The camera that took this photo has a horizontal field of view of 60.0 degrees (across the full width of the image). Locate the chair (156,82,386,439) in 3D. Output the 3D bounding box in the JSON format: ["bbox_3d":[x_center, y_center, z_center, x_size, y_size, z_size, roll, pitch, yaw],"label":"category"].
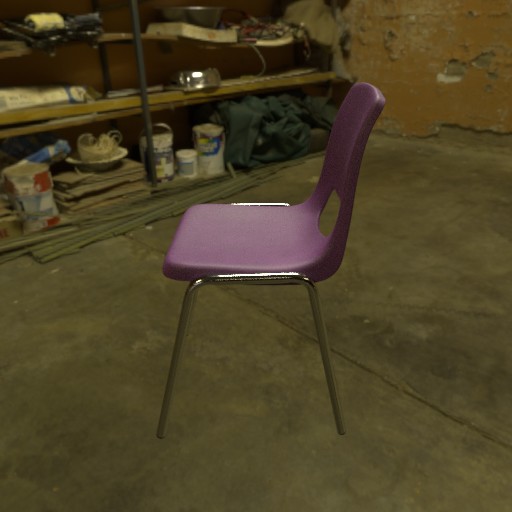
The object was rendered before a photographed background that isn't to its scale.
[{"bbox_3d":[0.000,0.000,0.969,0.432,0.704,0.381,0,27,0],"label":"chair"}]
